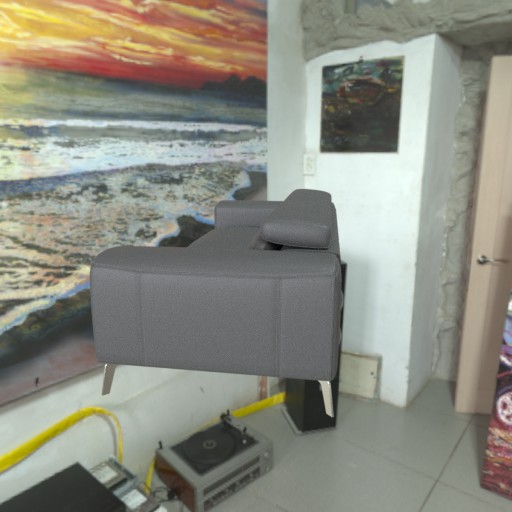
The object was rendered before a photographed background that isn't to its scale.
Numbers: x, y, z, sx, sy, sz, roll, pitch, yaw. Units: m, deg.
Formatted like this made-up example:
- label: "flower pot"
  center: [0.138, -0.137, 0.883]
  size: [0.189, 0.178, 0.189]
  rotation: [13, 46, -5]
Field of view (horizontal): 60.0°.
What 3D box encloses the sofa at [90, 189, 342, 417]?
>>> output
- label: "sofa"
  center: [0.000, 0.000, 2.838]
  size: [1.023, 0.759, 2.321]
  rotation: [2, 13, 9]
